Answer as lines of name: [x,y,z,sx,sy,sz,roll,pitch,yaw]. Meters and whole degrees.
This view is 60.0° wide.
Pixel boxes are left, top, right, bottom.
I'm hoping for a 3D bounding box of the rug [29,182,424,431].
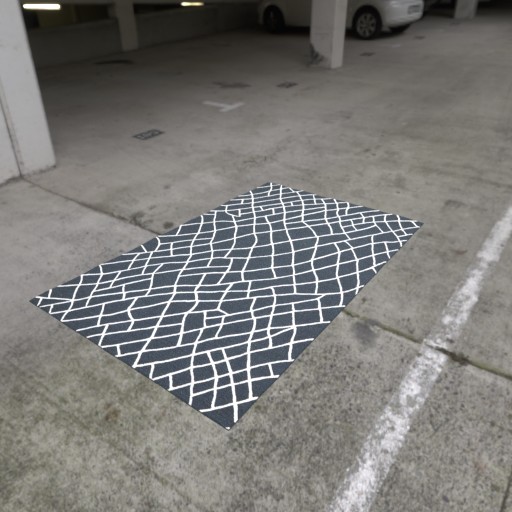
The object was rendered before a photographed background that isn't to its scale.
rug: [0.000,0.000,3.075,1.529,0.017,2.448,20,36,31]
